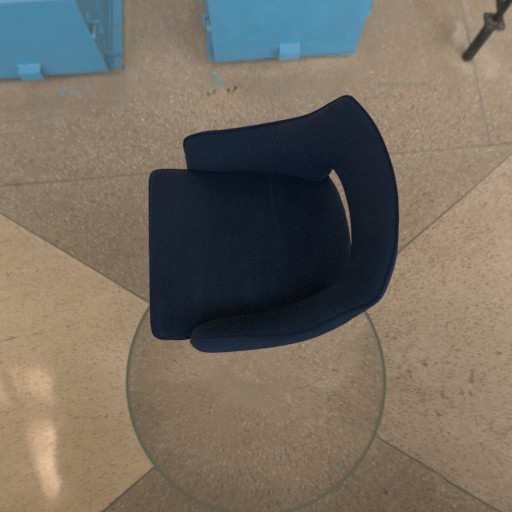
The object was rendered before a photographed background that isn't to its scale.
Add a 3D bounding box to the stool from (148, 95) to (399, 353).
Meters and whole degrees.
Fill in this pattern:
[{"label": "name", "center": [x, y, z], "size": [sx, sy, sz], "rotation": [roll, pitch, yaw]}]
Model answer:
[{"label": "stool", "center": [0.000, 0.000, 1.292], "size": [0.560, 0.940, 0.550], "rotation": [-4, 75, -1]}]
